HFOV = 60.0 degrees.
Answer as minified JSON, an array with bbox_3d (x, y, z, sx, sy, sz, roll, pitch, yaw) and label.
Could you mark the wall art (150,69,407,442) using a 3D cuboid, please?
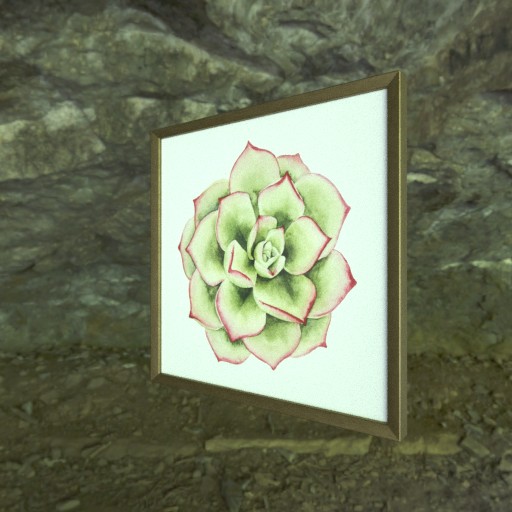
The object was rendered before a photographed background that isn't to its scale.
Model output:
[{"bbox_3d":[0.000,0.000,0.760,0.503,0.506,0.031,0,0,36],"label":"wall art"}]
